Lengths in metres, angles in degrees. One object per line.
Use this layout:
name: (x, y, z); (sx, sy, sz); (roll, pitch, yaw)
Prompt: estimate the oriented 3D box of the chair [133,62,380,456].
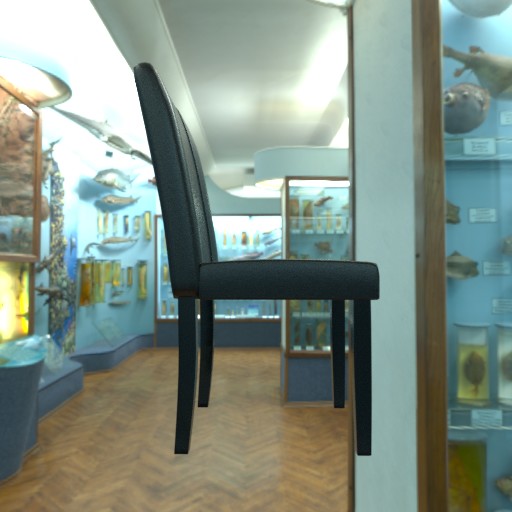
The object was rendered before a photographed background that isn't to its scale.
chair: (0.000, 0.000, 1.179); (0.556, 0.897, 0.399); (0, -2, 1)
